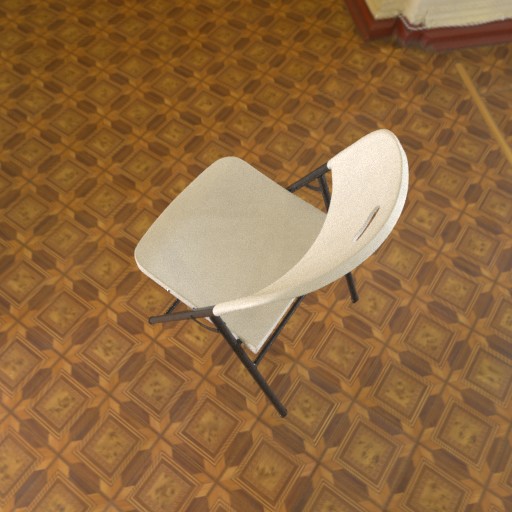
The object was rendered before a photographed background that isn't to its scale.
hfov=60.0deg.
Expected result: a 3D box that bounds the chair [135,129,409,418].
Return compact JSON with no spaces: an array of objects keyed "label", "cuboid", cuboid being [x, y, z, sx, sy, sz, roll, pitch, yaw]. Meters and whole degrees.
[{"label":"chair","cuboid":[0.000,0.000,1.182,0.566,0.810,0.494,31,66,16]}]
